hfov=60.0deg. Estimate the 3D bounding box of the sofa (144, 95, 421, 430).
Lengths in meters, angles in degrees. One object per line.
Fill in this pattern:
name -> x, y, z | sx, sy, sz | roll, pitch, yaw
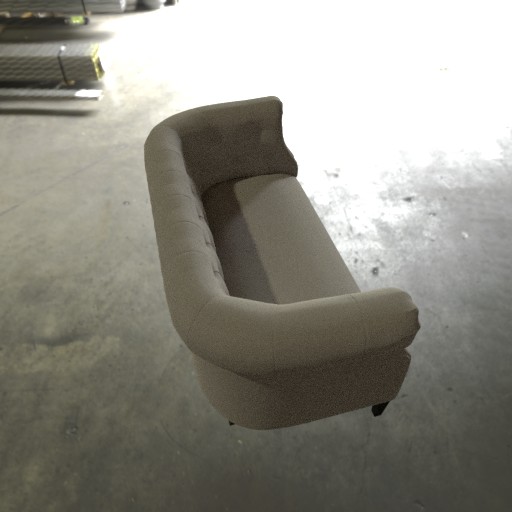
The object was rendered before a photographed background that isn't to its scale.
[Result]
sofa -> 0.000, 0.000, 2.033 | 0.835, 0.827, 1.558 | -11, 46, -10
